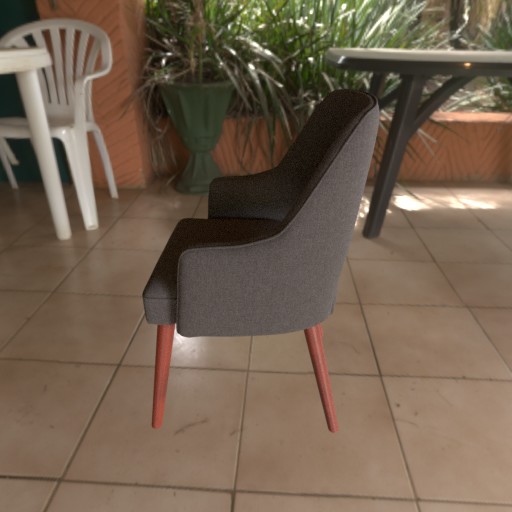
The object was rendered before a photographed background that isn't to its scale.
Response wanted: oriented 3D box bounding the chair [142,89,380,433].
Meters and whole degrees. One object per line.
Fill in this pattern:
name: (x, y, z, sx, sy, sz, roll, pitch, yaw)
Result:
chair: (0.000, 0.000, 1.215, 0.560, 0.838, 0.559, 1, 27, 2)
